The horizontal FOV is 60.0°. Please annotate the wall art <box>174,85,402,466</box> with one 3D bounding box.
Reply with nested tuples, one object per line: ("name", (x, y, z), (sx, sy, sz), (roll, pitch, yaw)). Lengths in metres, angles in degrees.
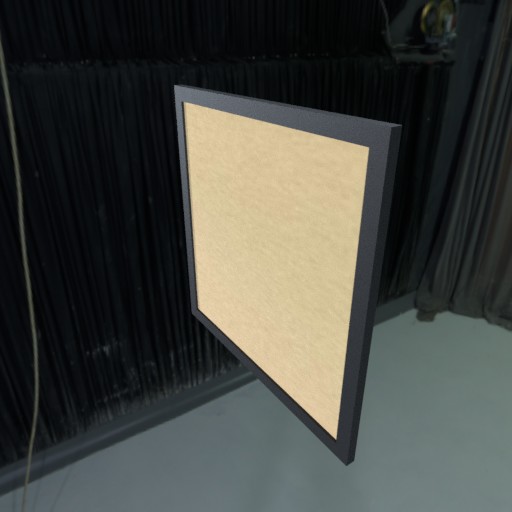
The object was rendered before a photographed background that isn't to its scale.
("wall art", (0.000, 0.000, 0.532), (0.012, 0.357, 0.358), (-17, 31, -31))
